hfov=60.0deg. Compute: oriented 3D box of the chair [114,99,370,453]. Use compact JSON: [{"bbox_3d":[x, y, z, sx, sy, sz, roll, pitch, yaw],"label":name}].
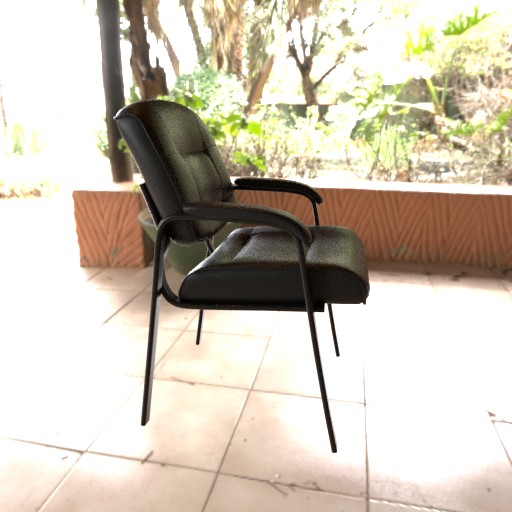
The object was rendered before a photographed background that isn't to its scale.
[{"bbox_3d":[0.000,0.000,1.356,0.668,0.910,0.591,3,17,11],"label":"chair"}]
